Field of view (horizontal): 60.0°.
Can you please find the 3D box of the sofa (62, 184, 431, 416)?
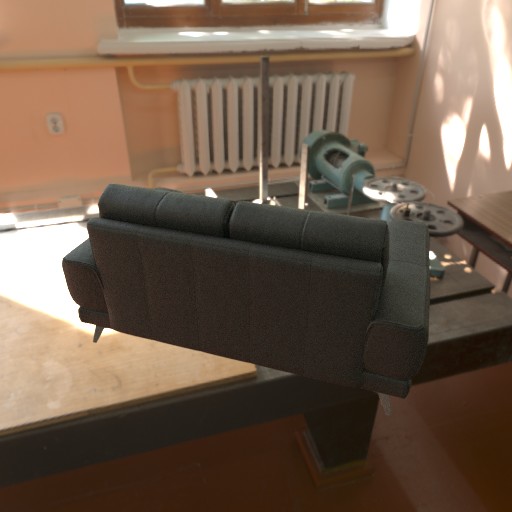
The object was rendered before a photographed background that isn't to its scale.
[{"bbox_3d":[0.000,0.000,2.436,1.806,0.907,1.018,10,32,15],"label":"sofa"}]
